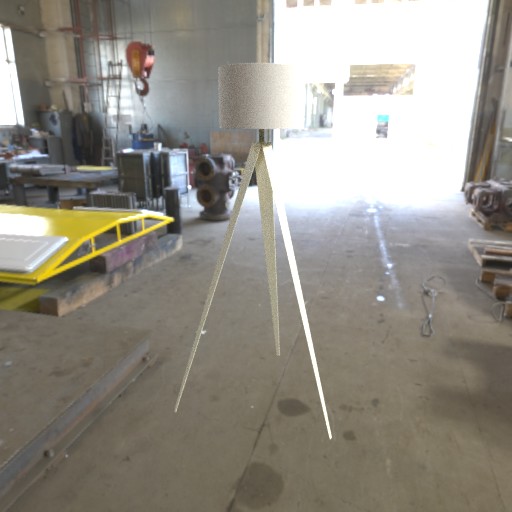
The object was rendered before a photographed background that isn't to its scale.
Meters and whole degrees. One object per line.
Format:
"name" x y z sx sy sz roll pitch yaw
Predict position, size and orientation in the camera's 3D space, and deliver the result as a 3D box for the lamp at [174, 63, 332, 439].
"lamp" 0.000 0.000 1.925 0.716 1.524 0.724 -9 19 -28
